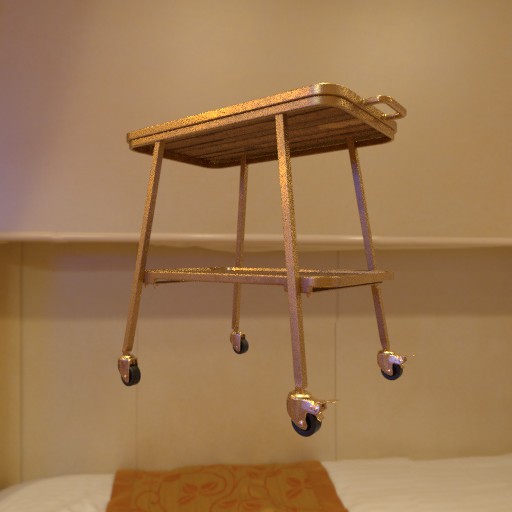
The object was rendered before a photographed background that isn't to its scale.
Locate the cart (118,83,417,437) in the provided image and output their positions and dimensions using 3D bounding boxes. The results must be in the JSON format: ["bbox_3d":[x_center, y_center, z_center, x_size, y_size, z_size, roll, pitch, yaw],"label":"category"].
[{"bbox_3d":[0.000,0.000,1.242,0.806,0.700,0.524,0,0,37],"label":"cart"}]
